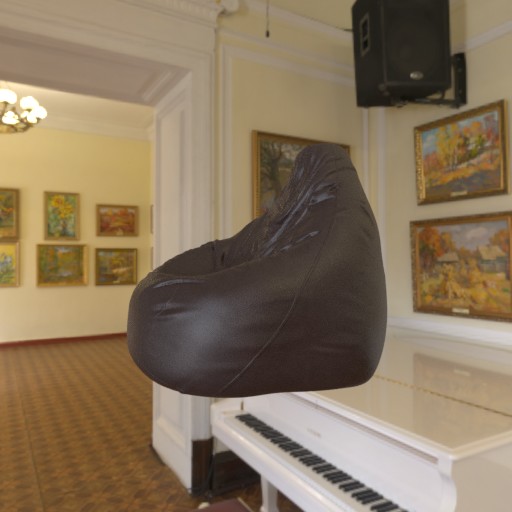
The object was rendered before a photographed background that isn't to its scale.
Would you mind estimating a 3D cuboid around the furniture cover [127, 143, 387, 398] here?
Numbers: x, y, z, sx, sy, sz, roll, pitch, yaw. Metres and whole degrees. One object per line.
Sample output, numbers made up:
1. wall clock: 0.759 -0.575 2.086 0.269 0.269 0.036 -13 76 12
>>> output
1. furniture cover: 0.000 0.000 1.918 1.070 0.990 1.070 0 0 -18
